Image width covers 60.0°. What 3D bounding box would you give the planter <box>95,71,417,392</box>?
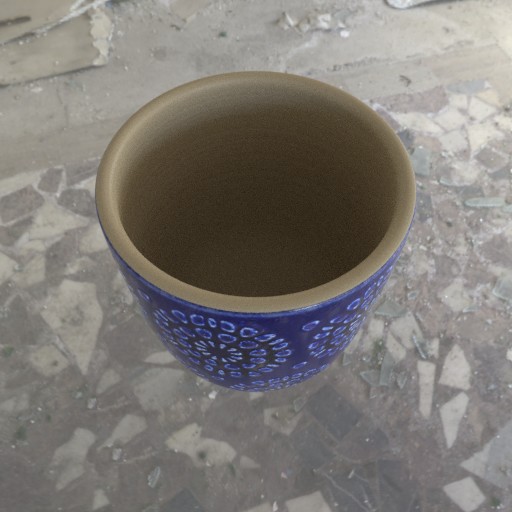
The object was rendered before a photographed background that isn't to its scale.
[{"bbox_3d":[0.000,0.000,0.196,0.109,0.112,0.109,0,58,0],"label":"planter"}]
